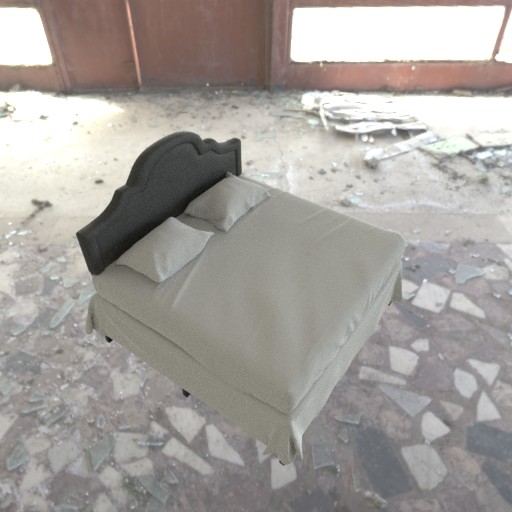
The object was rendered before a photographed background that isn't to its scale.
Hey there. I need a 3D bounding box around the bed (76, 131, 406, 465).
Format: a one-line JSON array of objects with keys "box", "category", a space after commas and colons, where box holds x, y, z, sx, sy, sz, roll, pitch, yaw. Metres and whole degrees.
[{"box": [0.000, 0.000, 3.798, 2.222, 1.631, 2.303, 25, 47, 26], "category": "bed"}]
